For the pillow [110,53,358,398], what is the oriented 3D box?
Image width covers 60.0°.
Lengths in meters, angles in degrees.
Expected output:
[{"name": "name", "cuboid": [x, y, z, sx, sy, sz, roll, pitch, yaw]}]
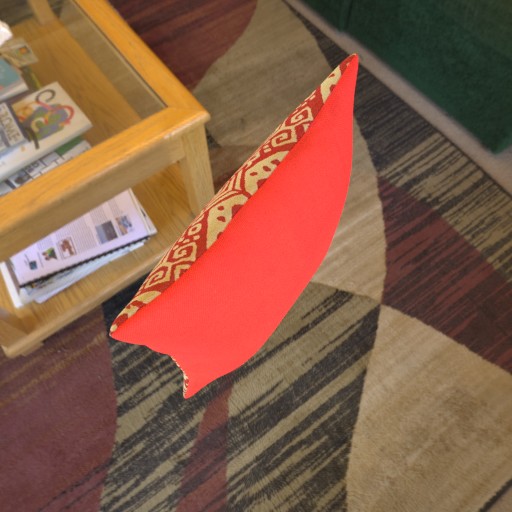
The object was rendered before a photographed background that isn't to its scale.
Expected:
[{"name": "pillow", "cuboid": [0.000, 0.000, 0.786, 0.192, 0.507, 0.522, 33, 69, 14]}]
